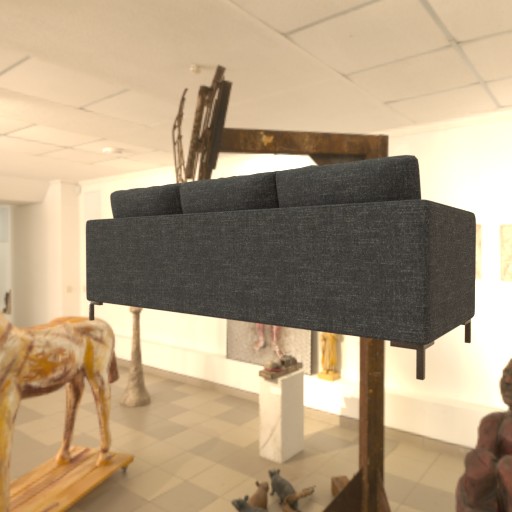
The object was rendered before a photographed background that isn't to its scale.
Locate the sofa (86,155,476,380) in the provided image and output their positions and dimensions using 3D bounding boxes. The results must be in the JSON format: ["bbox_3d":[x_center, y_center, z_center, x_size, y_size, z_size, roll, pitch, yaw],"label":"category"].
[{"bbox_3d":[0.000,0.000,2.611,2.218,0.874,0.859,1,2,37],"label":"sofa"}]
